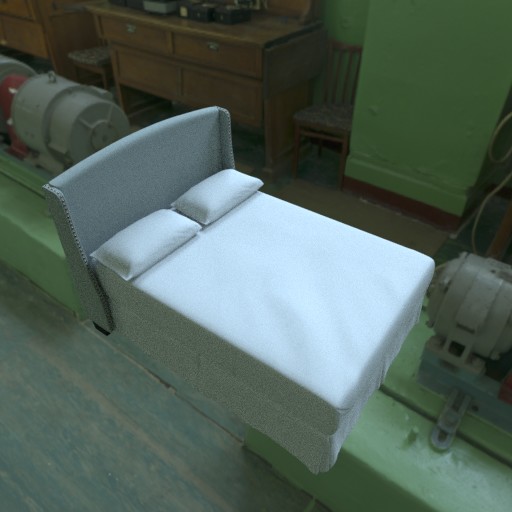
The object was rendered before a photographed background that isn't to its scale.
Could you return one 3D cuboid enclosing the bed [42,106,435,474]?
[{"bbox_3d":[0.000,0.000,3.275,2.237,1.407,1.710,25,46,27],"label":"bed"}]
